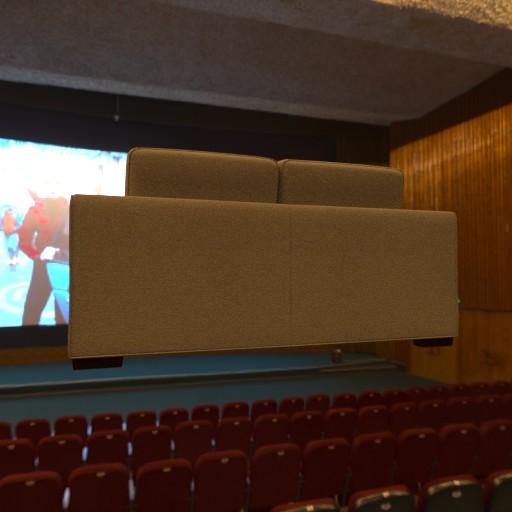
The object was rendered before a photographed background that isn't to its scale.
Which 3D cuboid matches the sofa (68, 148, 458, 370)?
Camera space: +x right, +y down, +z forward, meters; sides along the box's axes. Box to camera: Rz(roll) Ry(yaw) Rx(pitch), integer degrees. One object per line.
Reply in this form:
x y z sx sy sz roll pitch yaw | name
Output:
0.000 0.000 2.431 1.812 0.924 1.007 1 -2 -18 | sofa
